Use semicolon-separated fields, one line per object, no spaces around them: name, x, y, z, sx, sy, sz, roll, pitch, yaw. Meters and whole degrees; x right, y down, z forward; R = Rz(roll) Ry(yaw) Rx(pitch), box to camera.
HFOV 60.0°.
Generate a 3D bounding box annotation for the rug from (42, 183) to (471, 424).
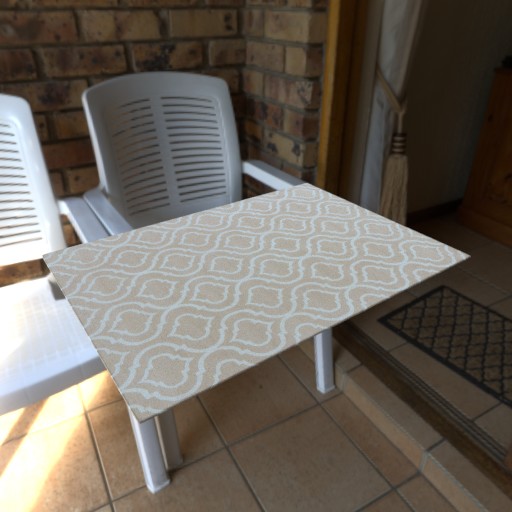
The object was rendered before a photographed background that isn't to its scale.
rug;0.000;0.000;2.704;2.134;0.010;1.524;-20;35;-30
